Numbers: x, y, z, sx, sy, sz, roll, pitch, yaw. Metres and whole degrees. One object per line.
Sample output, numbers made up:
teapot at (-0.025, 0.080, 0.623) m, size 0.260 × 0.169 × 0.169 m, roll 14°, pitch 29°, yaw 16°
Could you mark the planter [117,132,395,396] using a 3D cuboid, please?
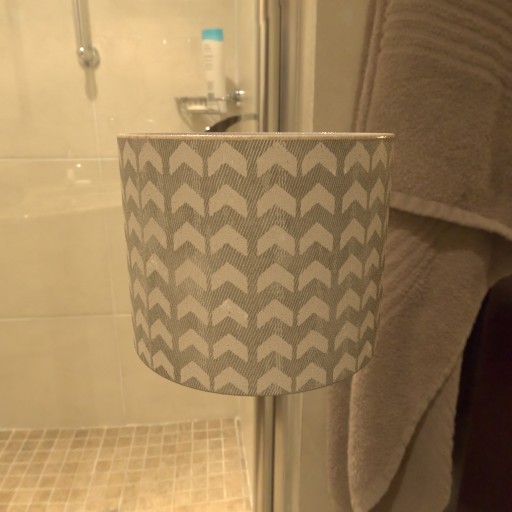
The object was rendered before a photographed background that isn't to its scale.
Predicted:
planter at (0.000, 0.000, 0.448) m, size 0.250 × 0.239 × 0.250 m, roll 0°, pitch 16°, yaw 0°
